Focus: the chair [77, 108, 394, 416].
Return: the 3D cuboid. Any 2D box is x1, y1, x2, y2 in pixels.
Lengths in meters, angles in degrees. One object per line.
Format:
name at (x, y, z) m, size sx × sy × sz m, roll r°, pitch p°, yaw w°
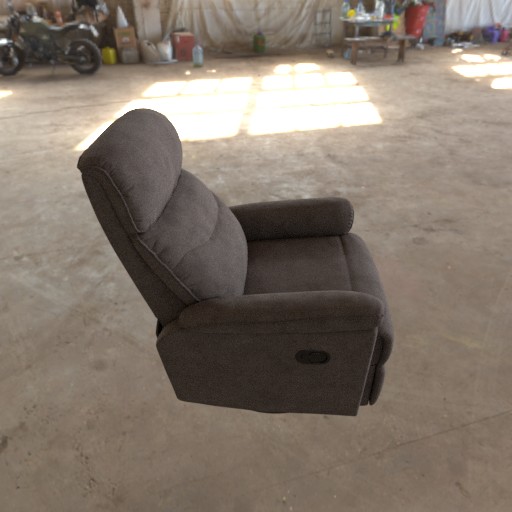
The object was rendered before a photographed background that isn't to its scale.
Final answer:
chair at (0.000, 0.000, 1.712) m, size 1.009 × 1.036 × 0.830 m, roll 1°, pitch 33°, yaw 2°
